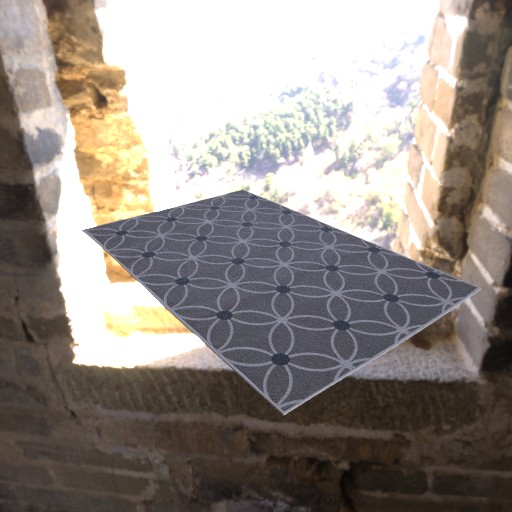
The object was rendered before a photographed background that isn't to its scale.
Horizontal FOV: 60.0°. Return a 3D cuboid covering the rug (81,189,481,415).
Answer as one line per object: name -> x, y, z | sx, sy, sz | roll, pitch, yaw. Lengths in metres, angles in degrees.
rug -> 0.000, 0.000, 2.918 | 1.522, 0.008, 2.284 | -20, 33, -34
